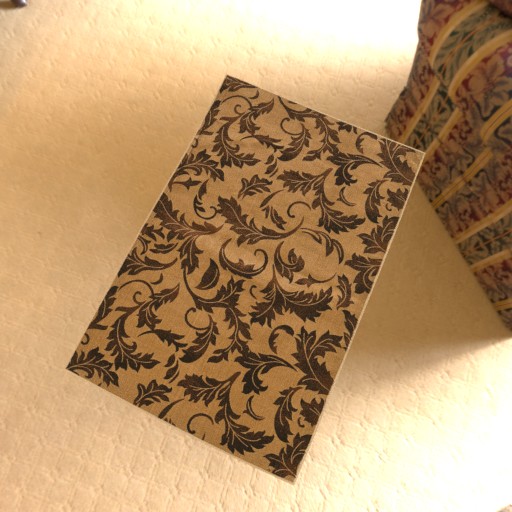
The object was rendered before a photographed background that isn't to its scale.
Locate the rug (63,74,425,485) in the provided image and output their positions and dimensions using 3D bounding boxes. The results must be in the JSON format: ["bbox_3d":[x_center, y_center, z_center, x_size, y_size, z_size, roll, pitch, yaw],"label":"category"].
[{"bbox_3d":[0.000,0.000,2.844,1.522,0.008,2.284,24,77,6],"label":"rug"}]
